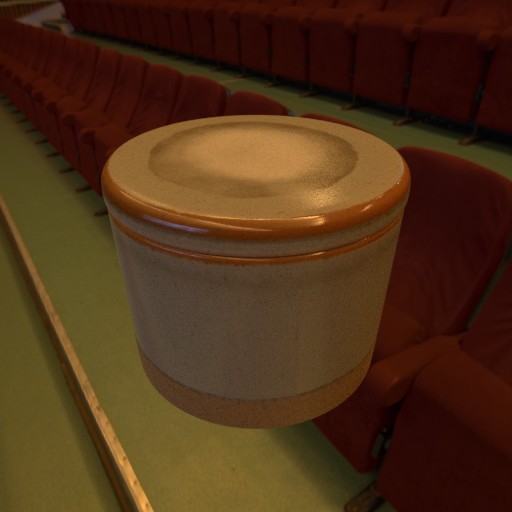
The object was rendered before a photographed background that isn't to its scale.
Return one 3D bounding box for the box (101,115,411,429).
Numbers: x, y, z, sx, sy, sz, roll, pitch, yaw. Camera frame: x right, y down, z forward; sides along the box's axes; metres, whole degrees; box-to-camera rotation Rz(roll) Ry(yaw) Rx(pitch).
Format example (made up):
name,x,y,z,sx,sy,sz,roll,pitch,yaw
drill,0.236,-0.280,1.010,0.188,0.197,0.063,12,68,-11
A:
name,x,y,z,sx,sy,sz,roll,pitch,yaw
box,0.000,0.000,0.207,0.123,0.100,0.123,0,32,0
